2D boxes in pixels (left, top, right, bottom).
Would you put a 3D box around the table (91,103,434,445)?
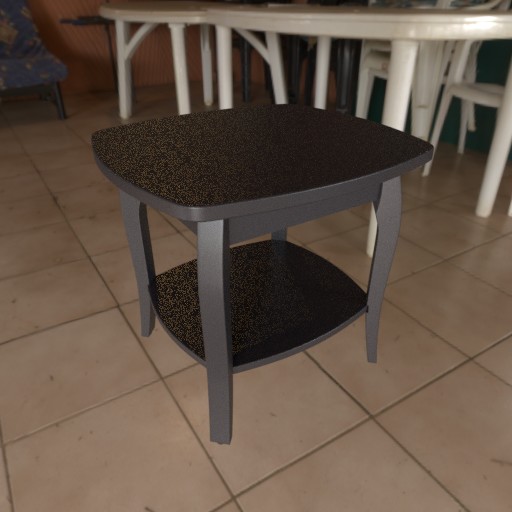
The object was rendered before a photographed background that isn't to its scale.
[{"bbox_3d":[0.000,0.000,0.858,0.508,0.457,0.457,-18,35,-28],"label":"table"}]
